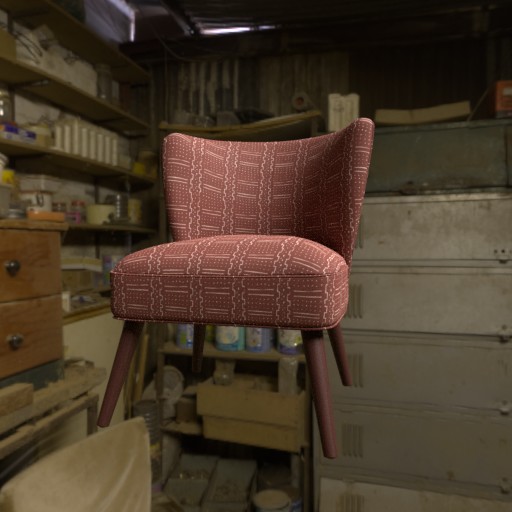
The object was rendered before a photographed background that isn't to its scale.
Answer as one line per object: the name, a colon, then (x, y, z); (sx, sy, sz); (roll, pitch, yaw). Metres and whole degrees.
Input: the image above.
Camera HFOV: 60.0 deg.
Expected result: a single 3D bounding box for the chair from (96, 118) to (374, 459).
chair: (0.000, 0.000, 1.383); (0.706, 0.866, 0.758); (0, 1, 17)
